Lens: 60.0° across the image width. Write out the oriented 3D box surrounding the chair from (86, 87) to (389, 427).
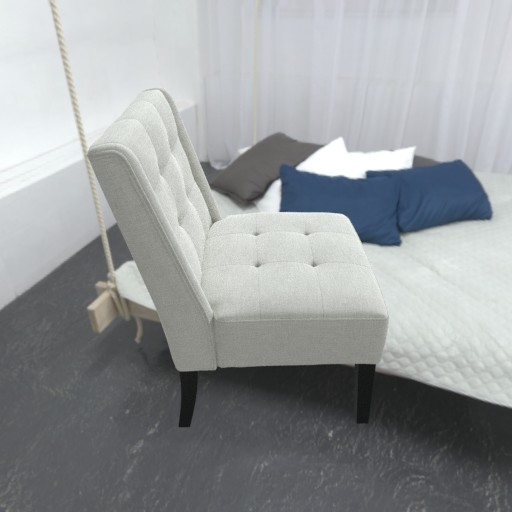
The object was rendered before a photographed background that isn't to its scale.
[{"bbox_3d":[0.000,0.000,1.306,0.676,0.853,0.569,-1,32,-1],"label":"chair"}]
